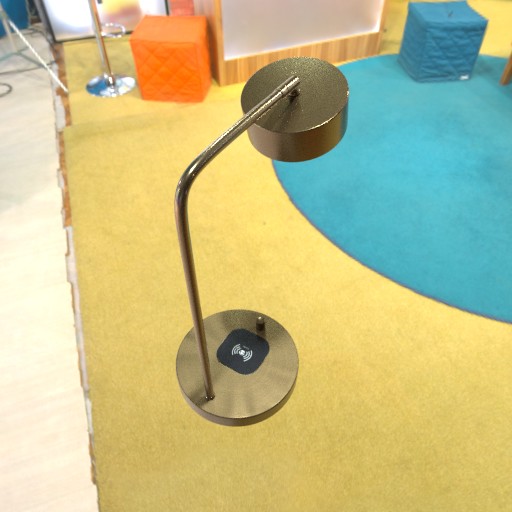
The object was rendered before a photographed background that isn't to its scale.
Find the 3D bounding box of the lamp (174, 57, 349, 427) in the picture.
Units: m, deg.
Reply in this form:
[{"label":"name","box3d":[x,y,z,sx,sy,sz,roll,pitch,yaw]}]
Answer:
[{"label":"lamp","box3d":[0.000,0.000,0.526,0.171,0.380,0.270,24,51,21]}]
